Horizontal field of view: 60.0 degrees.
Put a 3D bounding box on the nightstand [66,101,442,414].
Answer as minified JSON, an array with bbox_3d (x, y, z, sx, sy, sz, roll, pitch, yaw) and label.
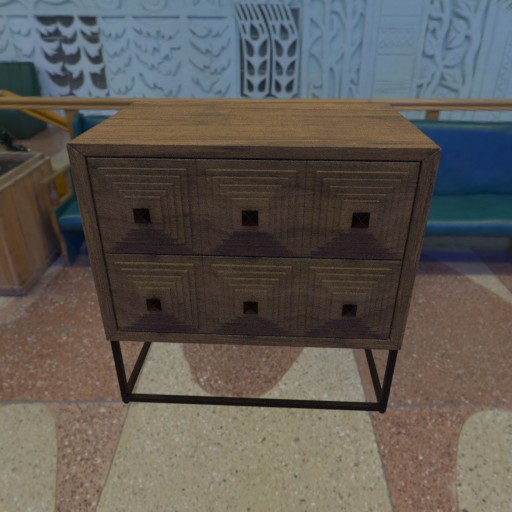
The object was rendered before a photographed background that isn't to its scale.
[{"bbox_3d":[0.000,0.000,1.026,0.610,0.610,0.437,1,29,3],"label":"nightstand"}]
